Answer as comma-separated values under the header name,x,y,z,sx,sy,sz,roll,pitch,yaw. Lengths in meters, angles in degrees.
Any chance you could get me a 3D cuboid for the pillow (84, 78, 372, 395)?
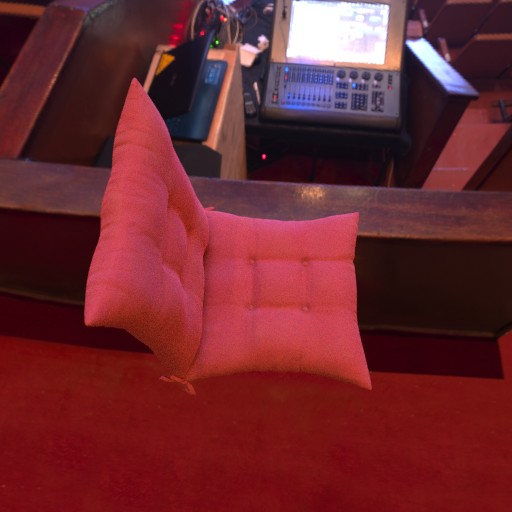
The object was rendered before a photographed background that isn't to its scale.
name,x,y,z,sx,sy,sz,roll,pitch,yaw
pillow,0.000,0.000,0.995,0.585,0.536,0.541,2,64,1
